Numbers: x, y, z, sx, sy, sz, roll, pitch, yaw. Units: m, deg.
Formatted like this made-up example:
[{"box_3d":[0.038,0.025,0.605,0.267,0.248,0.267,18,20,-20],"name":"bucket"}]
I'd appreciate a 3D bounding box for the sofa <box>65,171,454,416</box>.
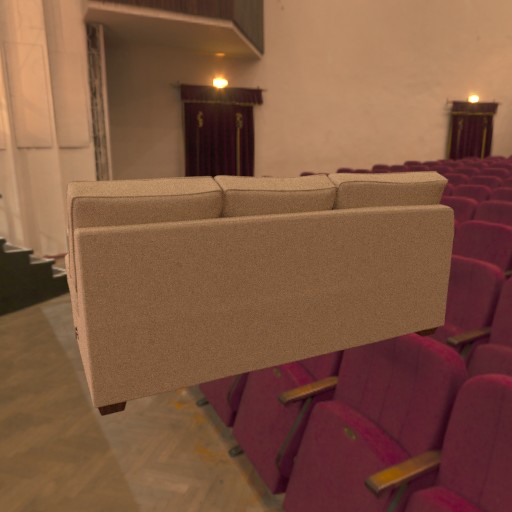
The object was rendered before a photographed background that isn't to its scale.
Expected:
[{"box_3d":[0.000,0.000,2.500,1.962,0.946,1.034,-7,15,-25],"name":"sofa"}]
